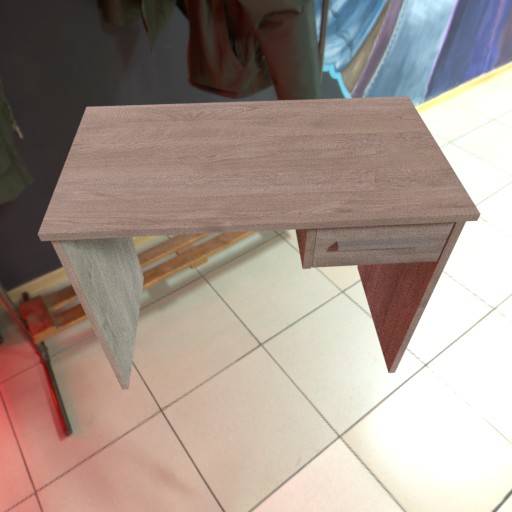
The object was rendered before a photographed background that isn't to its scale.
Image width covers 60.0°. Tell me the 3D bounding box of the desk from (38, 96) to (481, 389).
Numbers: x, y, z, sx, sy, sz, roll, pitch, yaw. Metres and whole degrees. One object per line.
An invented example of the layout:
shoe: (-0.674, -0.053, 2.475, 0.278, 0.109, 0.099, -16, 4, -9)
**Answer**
desk: (0.000, 0.000, 1.325, 0.893, 0.724, 0.498, -3, 47, -3)
